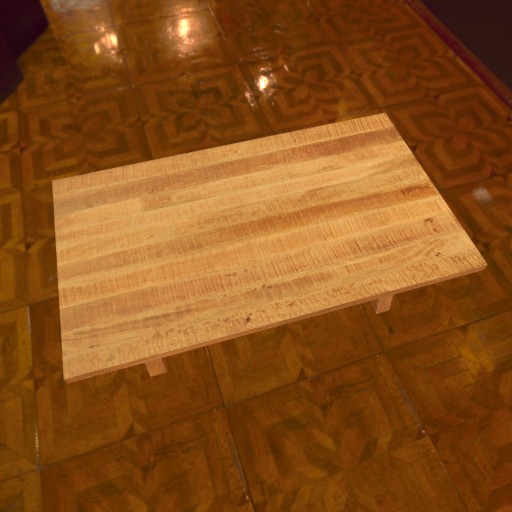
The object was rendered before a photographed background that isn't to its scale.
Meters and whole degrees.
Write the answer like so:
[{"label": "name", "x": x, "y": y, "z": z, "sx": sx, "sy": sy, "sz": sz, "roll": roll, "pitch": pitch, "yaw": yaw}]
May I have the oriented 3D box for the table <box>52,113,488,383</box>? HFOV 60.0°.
[{"label": "table", "x": 0.000, "y": 0.000, "z": 1.703, "sx": 1.320, "sy": 0.455, "sz": 0.760, "roll": -14, "pitch": 58, "yaw": -9}]
